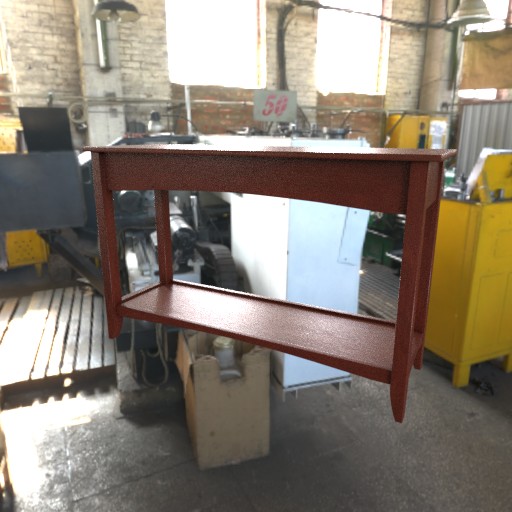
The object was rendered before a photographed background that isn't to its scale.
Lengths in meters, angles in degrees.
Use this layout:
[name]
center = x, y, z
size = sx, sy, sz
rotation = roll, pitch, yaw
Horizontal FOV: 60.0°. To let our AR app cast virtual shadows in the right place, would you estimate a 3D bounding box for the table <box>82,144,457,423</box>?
[table]
center = 0.000, 0.000, 1.560
size = 1.188, 0.739, 0.392
rotation = 8, 18, 27
